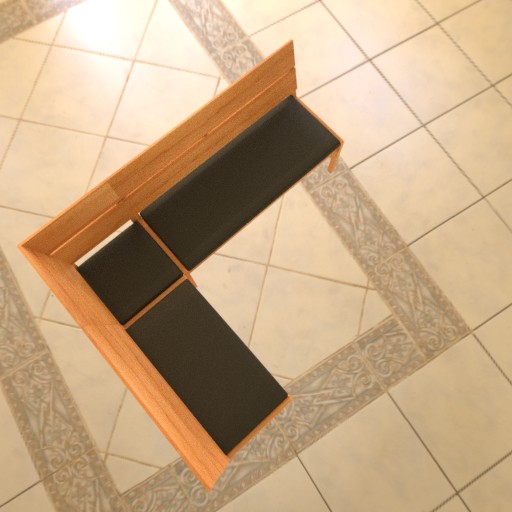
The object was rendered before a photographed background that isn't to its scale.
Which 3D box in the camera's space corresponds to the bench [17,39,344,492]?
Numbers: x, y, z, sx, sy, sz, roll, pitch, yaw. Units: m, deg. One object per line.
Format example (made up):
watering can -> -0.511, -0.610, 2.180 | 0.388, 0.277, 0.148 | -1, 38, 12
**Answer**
bench -> 0.000, 0.000, 2.742 | 1.948, 0.890, 1.548 | -41, 78, -10
